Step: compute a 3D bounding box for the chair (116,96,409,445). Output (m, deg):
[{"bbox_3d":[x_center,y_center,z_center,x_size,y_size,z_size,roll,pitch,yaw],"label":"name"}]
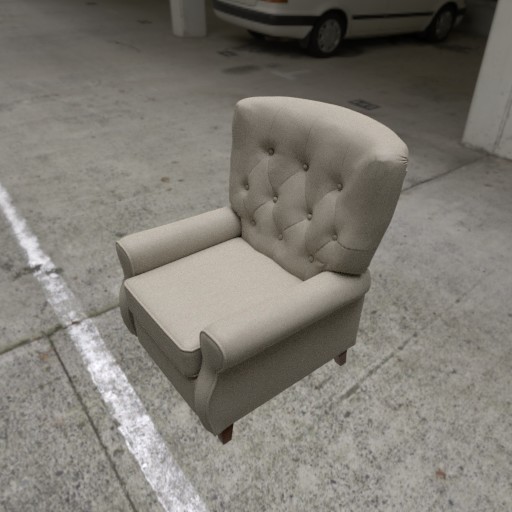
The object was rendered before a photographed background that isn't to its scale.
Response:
[{"bbox_3d":[0.000,0.000,1.945,1.059,1.158,0.943,-23,40,-31],"label":"chair"}]
